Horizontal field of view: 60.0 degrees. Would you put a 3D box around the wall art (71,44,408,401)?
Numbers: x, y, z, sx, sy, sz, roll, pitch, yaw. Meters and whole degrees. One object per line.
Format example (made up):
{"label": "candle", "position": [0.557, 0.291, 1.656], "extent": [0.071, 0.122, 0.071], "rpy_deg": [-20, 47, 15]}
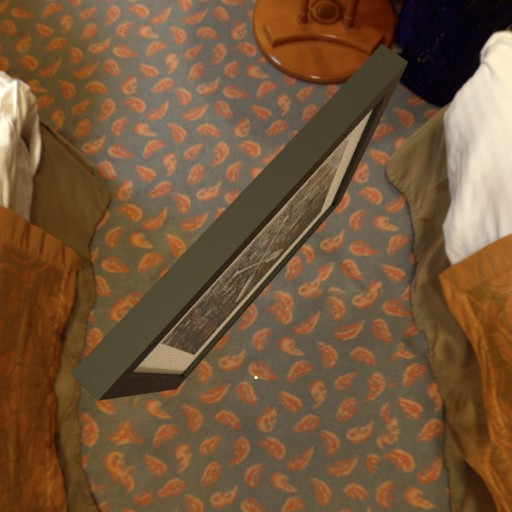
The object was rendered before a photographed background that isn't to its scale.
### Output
{"label": "wall art", "position": [0.000, 0.000, 0.519], "extent": [0.029, 0.330, 0.381], "rpy_deg": [40, 78, 10]}
